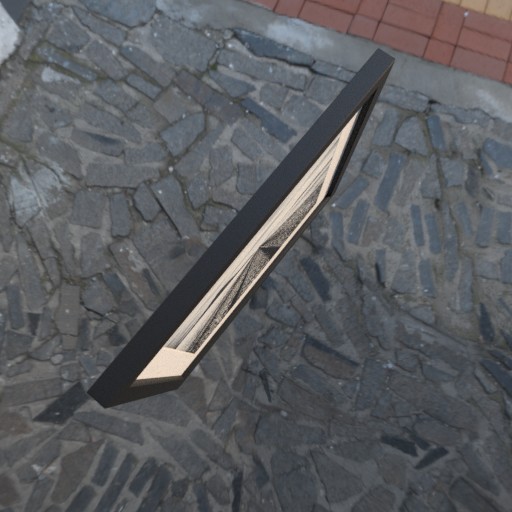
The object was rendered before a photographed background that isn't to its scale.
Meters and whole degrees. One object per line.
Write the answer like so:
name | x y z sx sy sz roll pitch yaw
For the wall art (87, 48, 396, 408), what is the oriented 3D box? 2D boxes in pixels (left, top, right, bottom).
wall art | 0.000 0.000 0.754 0.029 0.458 0.559 38 79 9
